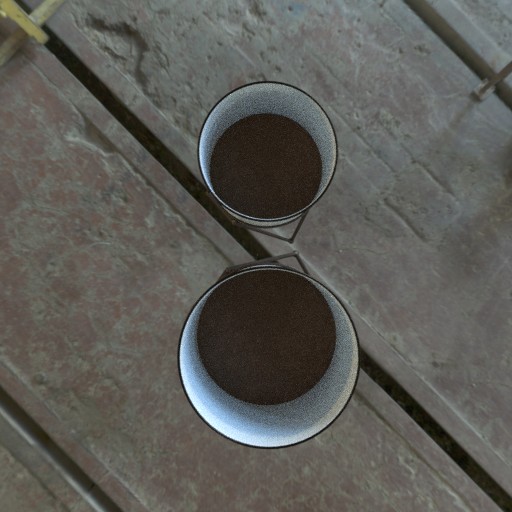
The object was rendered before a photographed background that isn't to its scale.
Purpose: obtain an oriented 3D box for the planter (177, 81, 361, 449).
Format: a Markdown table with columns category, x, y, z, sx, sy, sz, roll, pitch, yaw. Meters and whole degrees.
| category | x | y | z | sx | sy | sz | roll | pitch | yaw |
| --- | --- | --- | --- | --- | --- | --- | --- | --- | --- |
| planter | 0.000 | 0.000 | 1.154 | 0.413 | 0.712 | 0.769 | 0 | 90 | 0 |
